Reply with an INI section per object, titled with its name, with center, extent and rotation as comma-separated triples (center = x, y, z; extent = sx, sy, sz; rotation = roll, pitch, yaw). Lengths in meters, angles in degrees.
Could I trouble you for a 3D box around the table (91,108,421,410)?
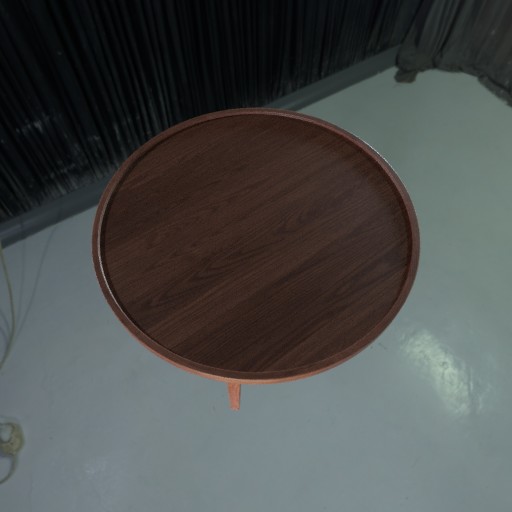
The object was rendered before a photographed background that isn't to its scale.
[table]
center = 0.000, 0.000, 1.250
extent = 0.800, 0.360, 0.800
rotation = 0, 59, 0
